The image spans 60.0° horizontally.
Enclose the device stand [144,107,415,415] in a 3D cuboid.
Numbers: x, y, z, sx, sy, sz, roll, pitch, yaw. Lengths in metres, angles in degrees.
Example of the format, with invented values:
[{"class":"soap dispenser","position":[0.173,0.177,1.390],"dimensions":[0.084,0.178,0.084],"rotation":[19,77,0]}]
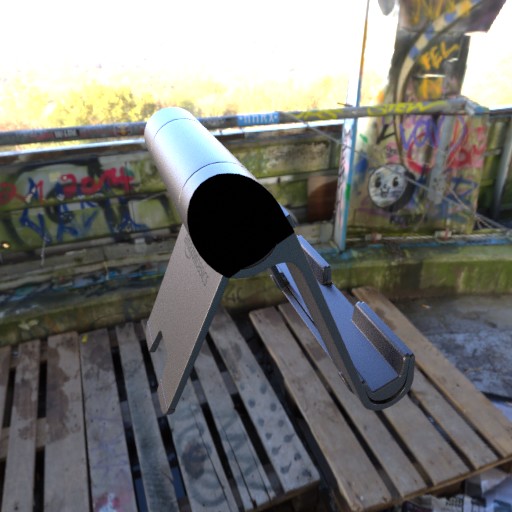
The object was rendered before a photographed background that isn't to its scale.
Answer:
[{"class":"device stand","position":[0.000,0.000,0.151],"dimensions":[0.079,0.084,0.088],"rotation":[-10,32,-17]}]
